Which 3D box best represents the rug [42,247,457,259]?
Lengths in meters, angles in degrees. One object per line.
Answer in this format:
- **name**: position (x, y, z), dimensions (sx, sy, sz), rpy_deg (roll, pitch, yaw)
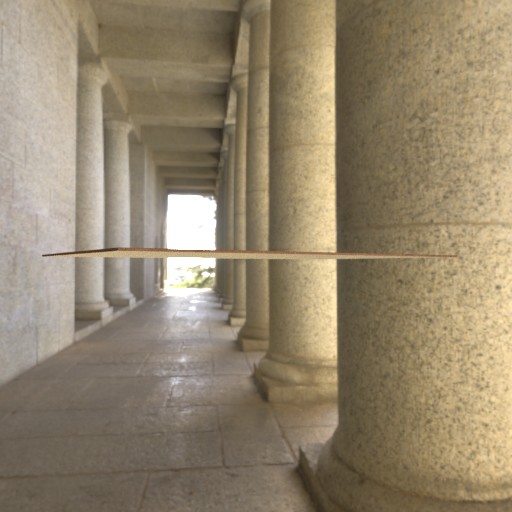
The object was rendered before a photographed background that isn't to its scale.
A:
- **rug**: position (0.000, 0.000, 3.059), dimensions (2.438, 0.014, 1.524), rpy_deg (1, -1, -36)
